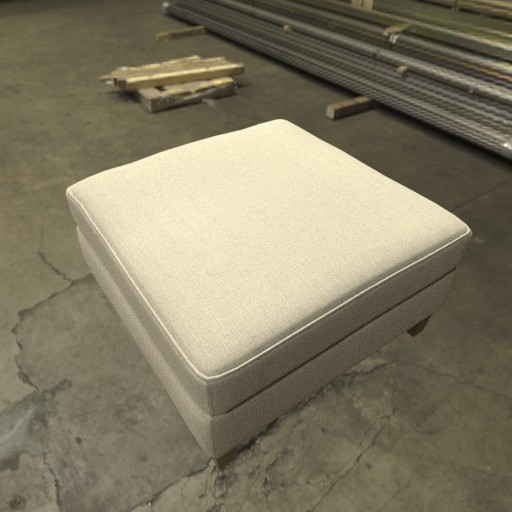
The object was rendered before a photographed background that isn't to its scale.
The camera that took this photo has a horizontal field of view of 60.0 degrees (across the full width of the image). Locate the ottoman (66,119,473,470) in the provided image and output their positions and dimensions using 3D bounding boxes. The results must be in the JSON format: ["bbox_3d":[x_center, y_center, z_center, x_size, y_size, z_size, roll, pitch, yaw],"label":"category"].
[{"bbox_3d":[0.000,0.000,1.337,0.838,0.478,0.838,-25,47,-26],"label":"ottoman"}]
